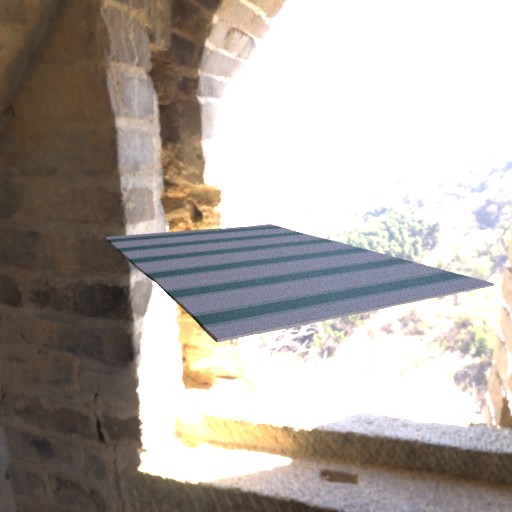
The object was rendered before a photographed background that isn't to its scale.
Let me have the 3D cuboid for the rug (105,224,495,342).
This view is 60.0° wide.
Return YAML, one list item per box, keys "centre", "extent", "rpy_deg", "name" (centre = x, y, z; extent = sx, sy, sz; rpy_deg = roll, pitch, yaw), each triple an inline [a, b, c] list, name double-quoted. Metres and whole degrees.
- centre: [0.000, 0.000, 2.295]
  extent: [1.210, 0.012, 1.829]
  rpy_deg: [-7, 14, -27]
  name: "rug"
